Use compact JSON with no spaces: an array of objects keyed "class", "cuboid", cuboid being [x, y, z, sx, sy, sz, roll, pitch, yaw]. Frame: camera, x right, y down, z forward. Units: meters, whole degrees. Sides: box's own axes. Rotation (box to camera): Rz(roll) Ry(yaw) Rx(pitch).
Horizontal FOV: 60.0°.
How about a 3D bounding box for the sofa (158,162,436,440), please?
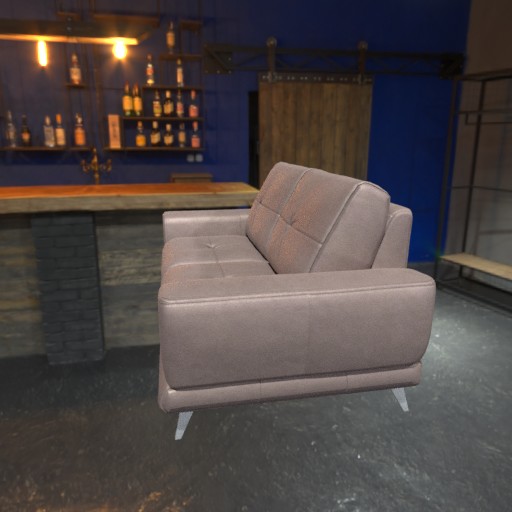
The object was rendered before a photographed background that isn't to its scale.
[{"class":"sofa","cuboid":[0.000,0.000,2.355,1.018,0.907,1.806,-3,15,-11]}]
